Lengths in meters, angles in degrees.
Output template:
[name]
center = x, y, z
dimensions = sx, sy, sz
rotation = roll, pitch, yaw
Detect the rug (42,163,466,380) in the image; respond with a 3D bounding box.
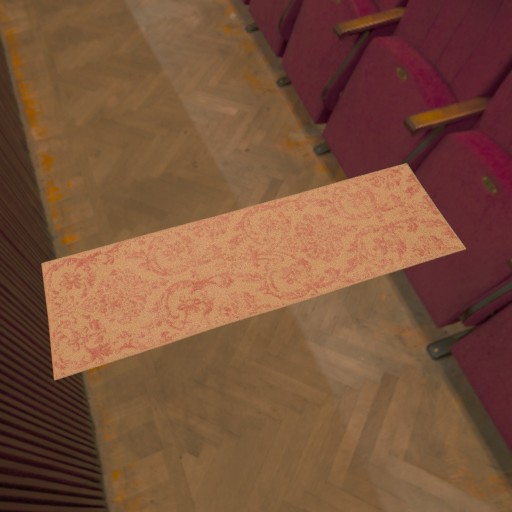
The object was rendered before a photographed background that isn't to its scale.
[rug]
center = 0.000, 0.000, 2.390
dimensions = 2.196, 0.011, 0.662
rotation = -16, 60, -10
